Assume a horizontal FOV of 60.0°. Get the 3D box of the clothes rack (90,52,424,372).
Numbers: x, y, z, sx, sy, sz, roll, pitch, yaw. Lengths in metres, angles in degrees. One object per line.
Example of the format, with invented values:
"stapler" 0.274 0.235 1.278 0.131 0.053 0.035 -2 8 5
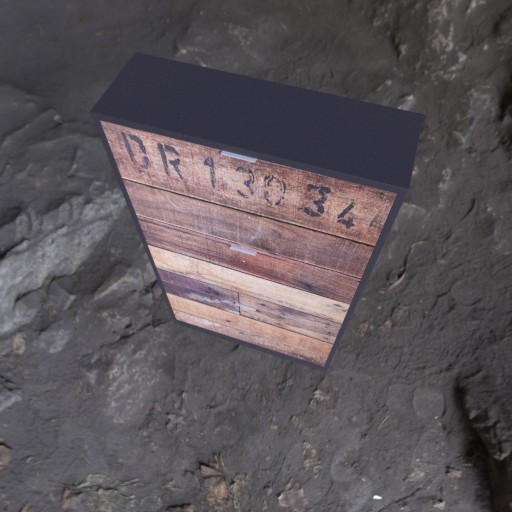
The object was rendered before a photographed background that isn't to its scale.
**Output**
"clothes rack" 0.000 0.000 1.588 0.750 1.280 0.250 16 60 10
